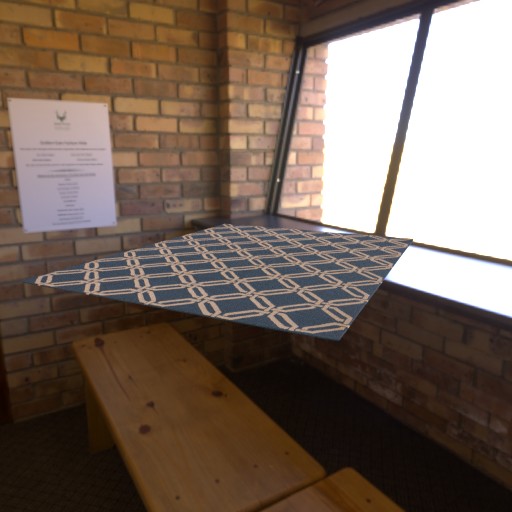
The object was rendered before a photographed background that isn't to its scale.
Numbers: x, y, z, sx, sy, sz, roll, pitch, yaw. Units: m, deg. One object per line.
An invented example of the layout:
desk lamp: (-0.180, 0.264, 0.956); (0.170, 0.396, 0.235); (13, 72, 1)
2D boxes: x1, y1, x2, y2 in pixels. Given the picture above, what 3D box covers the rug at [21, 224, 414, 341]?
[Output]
rug: (0.000, 0.000, 3.850); (2.277, 0.020, 2.867); (6, 14, 25)
